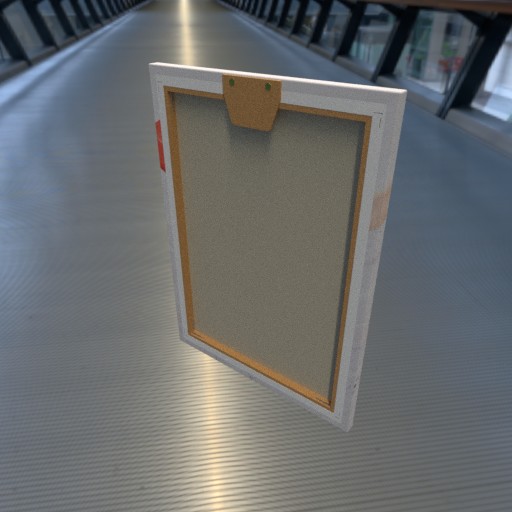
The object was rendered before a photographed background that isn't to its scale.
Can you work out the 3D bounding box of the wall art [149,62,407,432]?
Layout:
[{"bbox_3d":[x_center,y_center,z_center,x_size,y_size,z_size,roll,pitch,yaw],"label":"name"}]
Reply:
[{"bbox_3d":[0.000,0.000,1.109,0.613,0.848,0.036,20,36,31],"label":"wall art"}]
